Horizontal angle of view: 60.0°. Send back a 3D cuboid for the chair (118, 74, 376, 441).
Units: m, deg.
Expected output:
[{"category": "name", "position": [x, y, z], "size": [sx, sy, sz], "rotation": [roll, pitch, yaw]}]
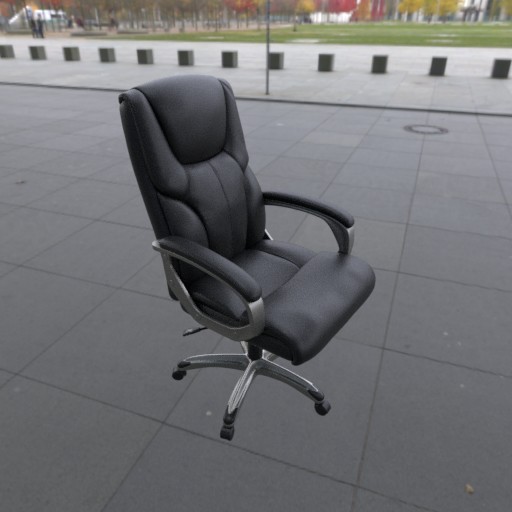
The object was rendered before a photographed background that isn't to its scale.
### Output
[{"category": "chair", "position": [0.000, 0.000, 1.577], "size": [0.739, 1.155, 0.663], "rotation": [19, 34, 31]}]
